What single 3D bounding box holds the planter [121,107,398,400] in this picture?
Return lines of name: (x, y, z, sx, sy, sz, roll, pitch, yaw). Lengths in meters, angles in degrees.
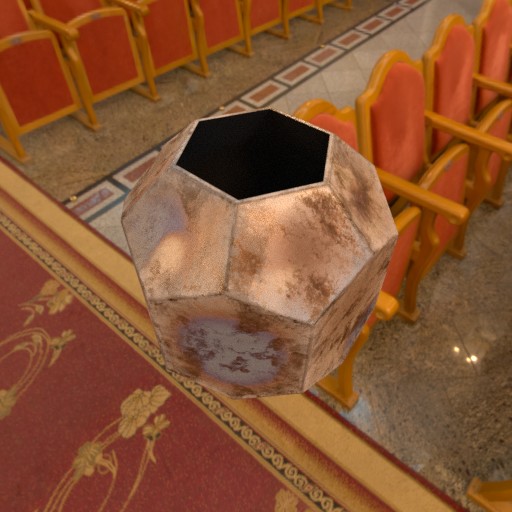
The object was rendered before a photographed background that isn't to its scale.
planter: (0.000, 0.000, 0.424, 0.221, 0.238, 0.243, 32, 55, 27)
